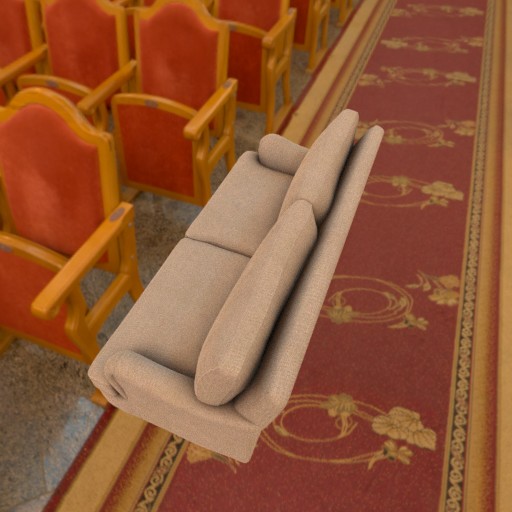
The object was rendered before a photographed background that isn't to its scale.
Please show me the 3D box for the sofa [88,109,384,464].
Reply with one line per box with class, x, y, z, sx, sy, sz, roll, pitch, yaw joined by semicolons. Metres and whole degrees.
sofa;0.000;0.000;2.794;1.069;1.096;2.193;16;49;14
